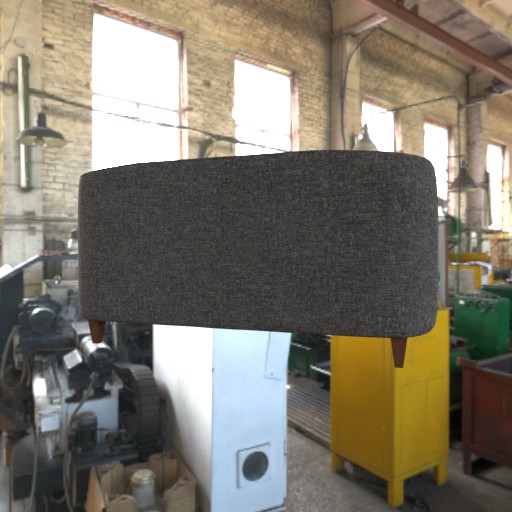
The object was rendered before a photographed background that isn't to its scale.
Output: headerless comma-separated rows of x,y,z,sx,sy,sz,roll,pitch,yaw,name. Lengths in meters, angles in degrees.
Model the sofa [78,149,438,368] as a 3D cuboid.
0.000,0.000,2.292,1.733,0.855,0.941,0,1,18,sofa
